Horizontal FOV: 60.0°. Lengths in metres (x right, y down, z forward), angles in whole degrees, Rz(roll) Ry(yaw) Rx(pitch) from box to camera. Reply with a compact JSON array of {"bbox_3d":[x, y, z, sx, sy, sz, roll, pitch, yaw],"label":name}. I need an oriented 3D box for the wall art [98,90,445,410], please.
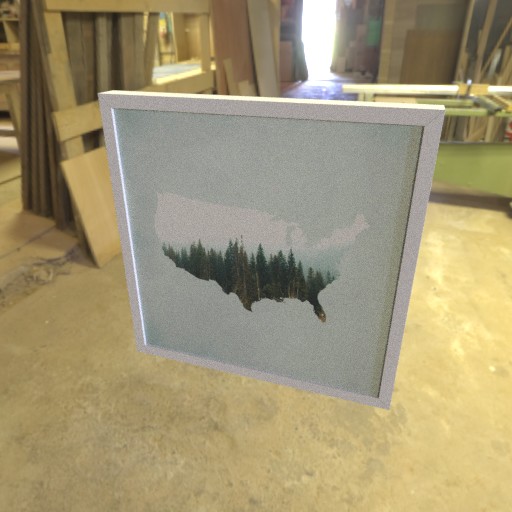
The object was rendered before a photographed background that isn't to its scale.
[{"bbox_3d":[0.000,0.000,0.754,0.509,0.509,0.040,9,28,16],"label":"wall art"}]
